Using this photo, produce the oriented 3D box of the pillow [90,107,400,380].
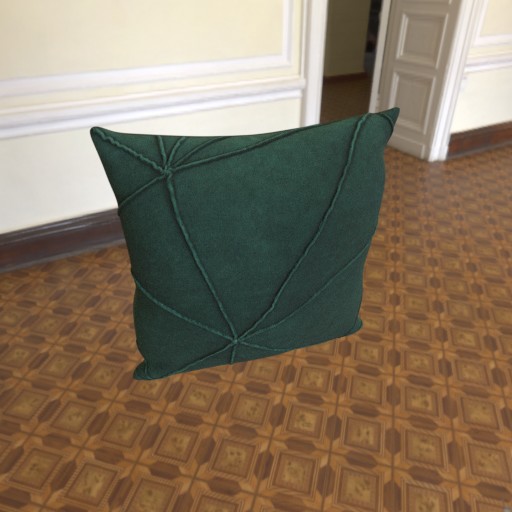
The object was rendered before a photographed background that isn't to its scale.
[{"bbox_3d":[0.000,0.000,0.699,0.439,0.440,0.184,-9,34,-14],"label":"pillow"}]
